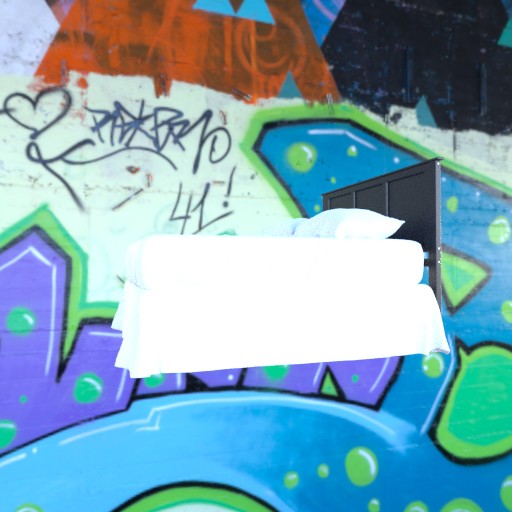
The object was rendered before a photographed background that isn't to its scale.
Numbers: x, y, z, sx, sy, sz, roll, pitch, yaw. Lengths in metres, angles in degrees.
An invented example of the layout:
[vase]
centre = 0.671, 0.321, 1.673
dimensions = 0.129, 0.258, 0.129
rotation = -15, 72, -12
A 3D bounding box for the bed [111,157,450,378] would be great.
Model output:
[bed]
centre = 0.000, 0.000, 3.337
dimensions = 2.050, 1.270, 1.870
rotation = 0, -1, -19
